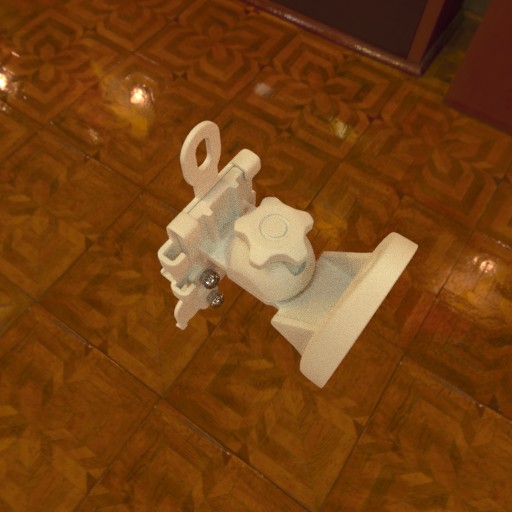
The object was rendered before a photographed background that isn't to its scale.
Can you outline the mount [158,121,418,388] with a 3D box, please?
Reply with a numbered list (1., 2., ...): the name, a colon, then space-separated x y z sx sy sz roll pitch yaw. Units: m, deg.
1. mount: 0.000 0.000 0.180 0.100 0.118 0.066 34 68 16
